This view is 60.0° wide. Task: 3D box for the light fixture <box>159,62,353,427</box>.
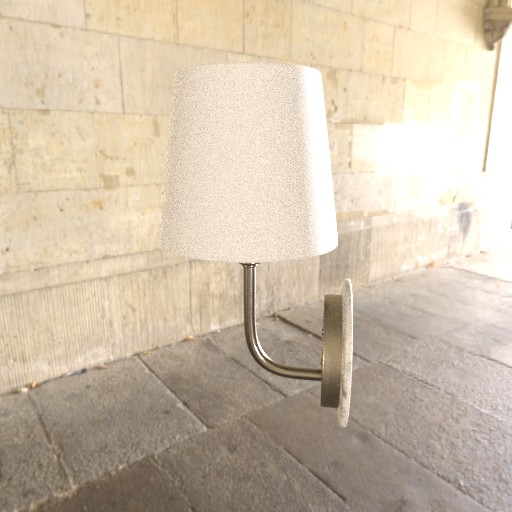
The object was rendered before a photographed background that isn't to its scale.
[{"bbox_3d":[0.000,0.000,0.439,0.188,0.337,0.168,2,14,9],"label":"light fixture"}]
